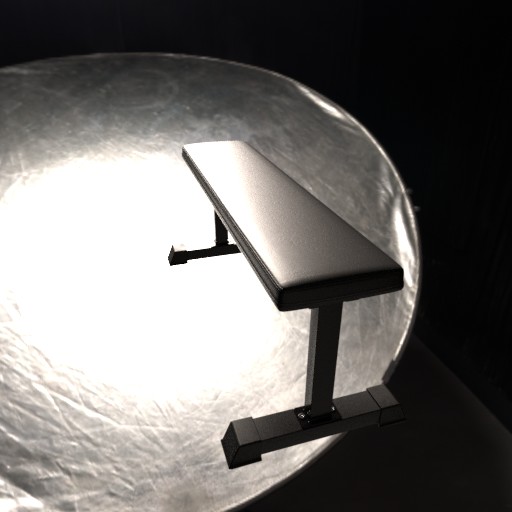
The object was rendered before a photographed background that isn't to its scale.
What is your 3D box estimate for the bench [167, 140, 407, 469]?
[{"bbox_3d":[0.000,0.000,1.324,0.439,0.453,1.072,-8,29,-15],"label":"bench"}]
